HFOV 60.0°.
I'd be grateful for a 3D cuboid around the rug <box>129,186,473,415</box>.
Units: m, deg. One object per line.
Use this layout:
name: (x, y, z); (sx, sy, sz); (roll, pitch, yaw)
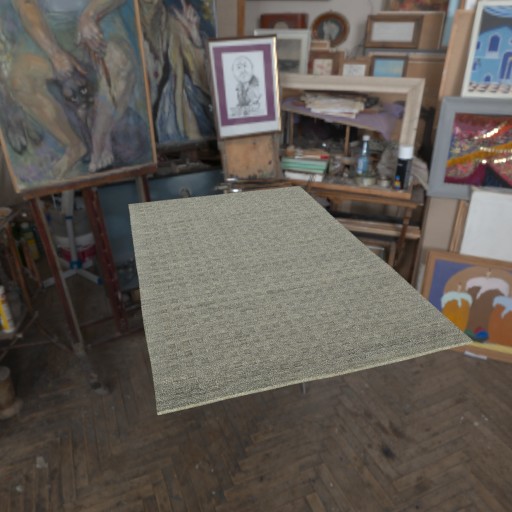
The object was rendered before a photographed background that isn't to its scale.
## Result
rug: (0.000, 0.000, 2.926); (1.532, 0.018, 2.297); (-8, 30, -15)
